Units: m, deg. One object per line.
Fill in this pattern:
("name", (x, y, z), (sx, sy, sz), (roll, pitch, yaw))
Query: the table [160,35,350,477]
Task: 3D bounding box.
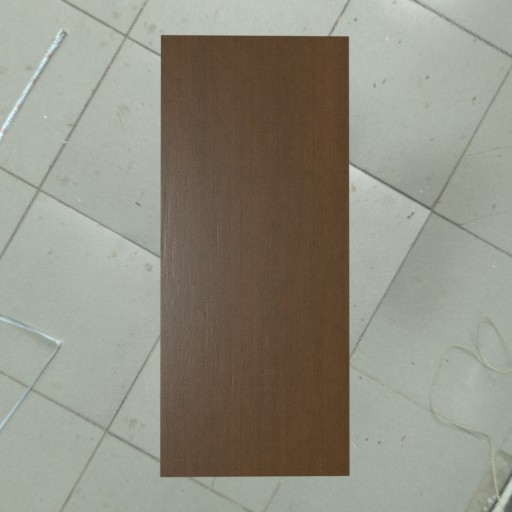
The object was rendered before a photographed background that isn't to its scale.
("table", (0.000, 0.000, 1.357), (0.490, 0.464, 1.119), (0, 90, -1))
